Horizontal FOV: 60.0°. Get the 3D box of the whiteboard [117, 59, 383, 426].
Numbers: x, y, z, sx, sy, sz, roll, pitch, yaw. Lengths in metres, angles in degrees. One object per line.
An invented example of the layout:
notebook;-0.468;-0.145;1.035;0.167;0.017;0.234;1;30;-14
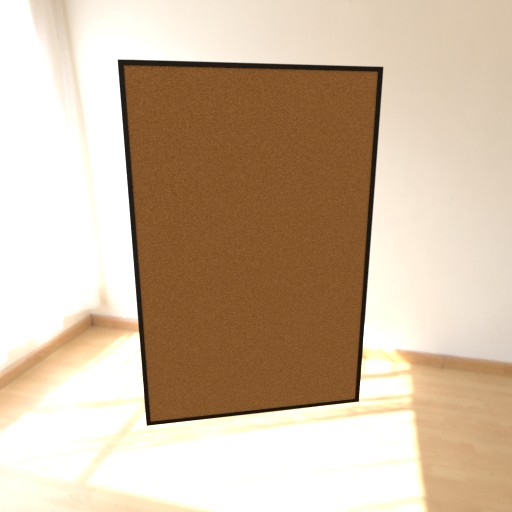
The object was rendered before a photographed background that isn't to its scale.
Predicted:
whiteboard;0.000;0.000;0.762;0.406;0.611;0.026;-3;16;-10
